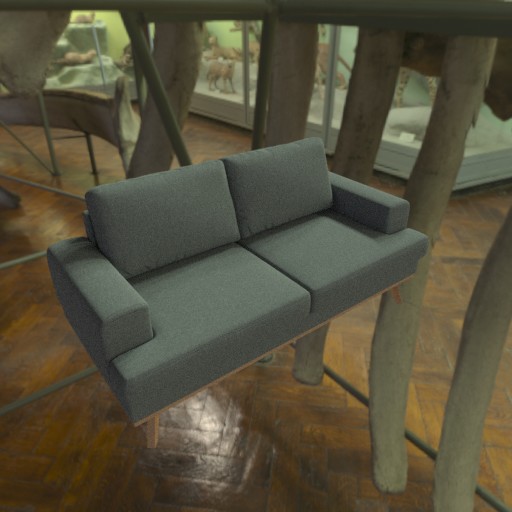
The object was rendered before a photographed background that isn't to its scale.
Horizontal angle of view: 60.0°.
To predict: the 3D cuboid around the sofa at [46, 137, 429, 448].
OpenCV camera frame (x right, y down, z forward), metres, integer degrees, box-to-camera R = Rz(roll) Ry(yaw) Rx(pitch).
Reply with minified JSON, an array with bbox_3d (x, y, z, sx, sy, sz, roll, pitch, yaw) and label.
[{"bbox_3d":[0.000,0.000,2.074,1.650,0.810,0.785,-21,36,-32],"label":"sofa"}]
